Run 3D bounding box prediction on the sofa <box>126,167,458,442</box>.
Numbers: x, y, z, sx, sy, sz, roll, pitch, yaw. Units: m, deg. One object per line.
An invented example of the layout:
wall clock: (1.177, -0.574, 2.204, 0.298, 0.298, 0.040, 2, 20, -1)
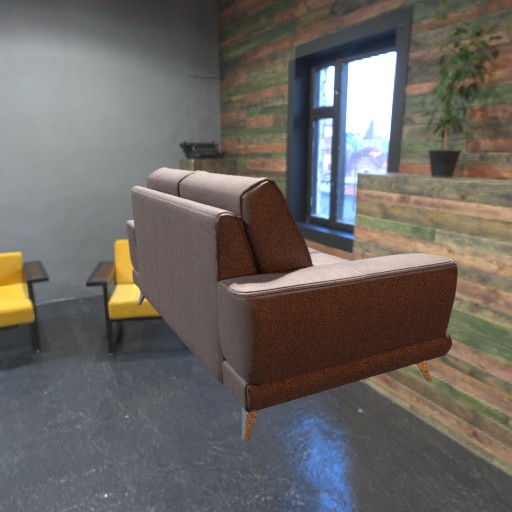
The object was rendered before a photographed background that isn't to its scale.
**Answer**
sofa: (0.000, 0.000, 2.373, 1.018, 0.907, 1.806, -7, 15, -27)
